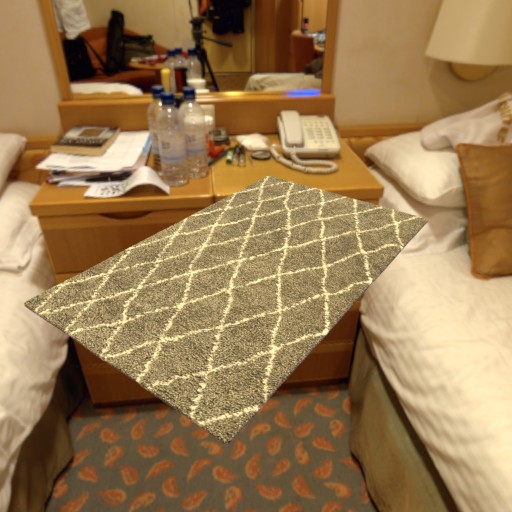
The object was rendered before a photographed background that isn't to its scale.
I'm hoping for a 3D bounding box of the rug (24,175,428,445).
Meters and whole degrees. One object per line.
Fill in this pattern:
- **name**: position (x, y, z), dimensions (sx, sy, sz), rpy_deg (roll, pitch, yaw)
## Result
- **rug**: position (0.000, 0.000, 2.987), dimensions (1.524, 0.030, 2.438), rpy_deg (21, 38, 30)
